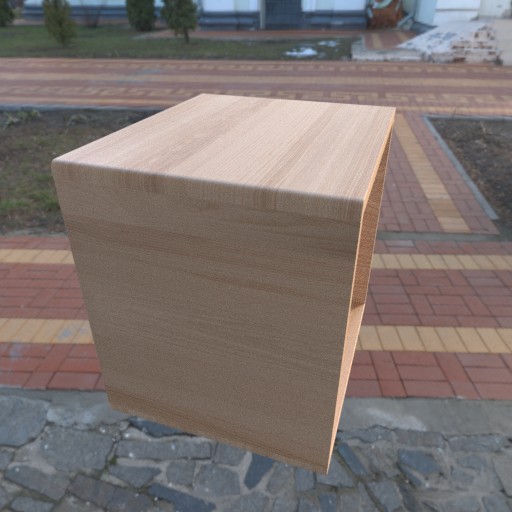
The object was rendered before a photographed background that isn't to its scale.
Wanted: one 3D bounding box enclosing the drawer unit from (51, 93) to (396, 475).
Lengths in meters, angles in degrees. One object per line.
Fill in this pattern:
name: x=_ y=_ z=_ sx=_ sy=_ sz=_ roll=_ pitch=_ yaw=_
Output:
drawer unit: x=0.000 y=0.000 z=0.601 sx=0.290 sy=0.344 sz=0.344 roll=10 pitch=32 yaw=16
